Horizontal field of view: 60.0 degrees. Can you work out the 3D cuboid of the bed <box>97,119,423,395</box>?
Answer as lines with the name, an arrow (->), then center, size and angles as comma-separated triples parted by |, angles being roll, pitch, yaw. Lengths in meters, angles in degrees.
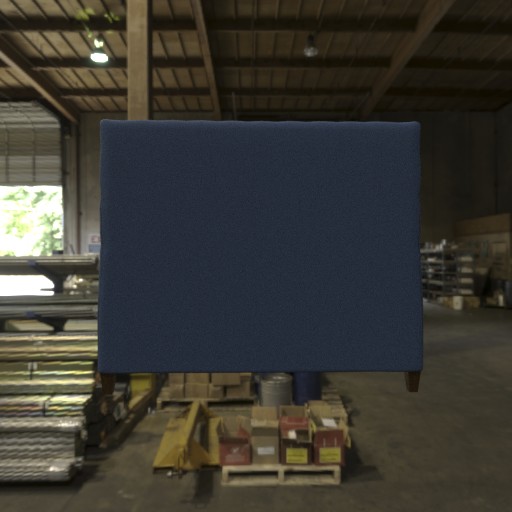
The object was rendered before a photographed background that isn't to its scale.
bed -> 0.000, 0.000, 3.469 | 1.706, 1.427, 2.387 | 0, 0, -2
